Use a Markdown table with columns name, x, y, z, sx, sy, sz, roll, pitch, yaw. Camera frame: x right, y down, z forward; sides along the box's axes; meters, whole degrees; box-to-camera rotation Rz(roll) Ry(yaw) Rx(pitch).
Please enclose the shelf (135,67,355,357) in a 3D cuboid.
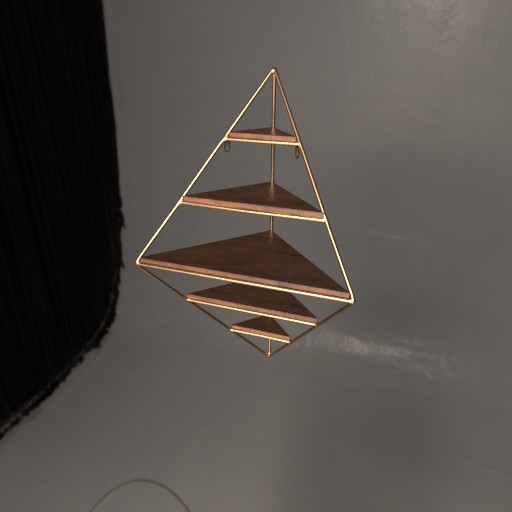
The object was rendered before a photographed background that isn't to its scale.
| name | x | y | z | sx | sy | sz | roll | pitch | yaw |
| --- | --- | --- | --- | --- | --- | --- | --- | --- | --- |
| shelf | 0.000 | 0.000 | 1.187 | 0.564 | 0.913 | 0.294 | 9 | 28 | 17 |
